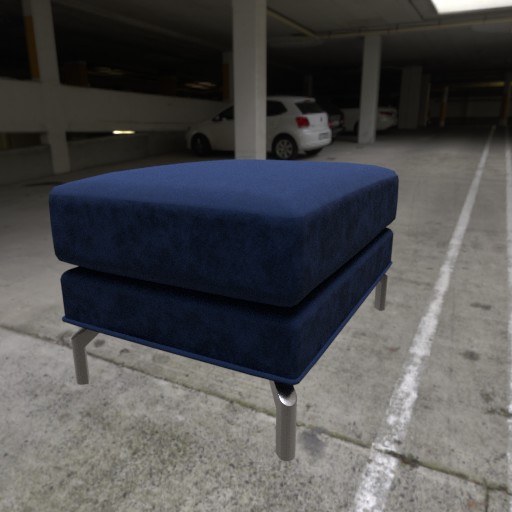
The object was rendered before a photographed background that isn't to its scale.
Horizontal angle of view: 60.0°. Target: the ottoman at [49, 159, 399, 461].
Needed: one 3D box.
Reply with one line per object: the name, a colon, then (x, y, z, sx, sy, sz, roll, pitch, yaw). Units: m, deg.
ottoman: (0.000, 0.000, 1.202, 0.587, 0.498, 0.835, 8, 18, 26)
